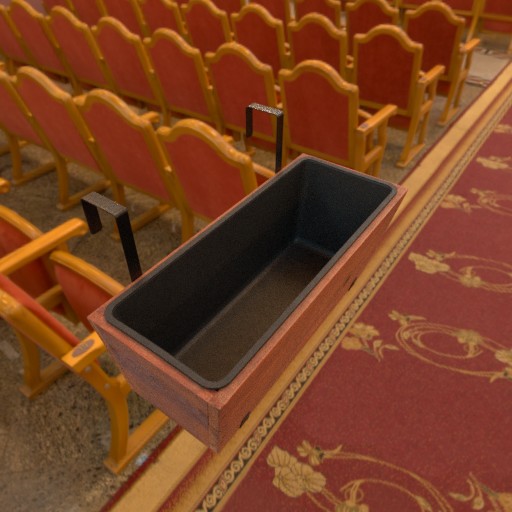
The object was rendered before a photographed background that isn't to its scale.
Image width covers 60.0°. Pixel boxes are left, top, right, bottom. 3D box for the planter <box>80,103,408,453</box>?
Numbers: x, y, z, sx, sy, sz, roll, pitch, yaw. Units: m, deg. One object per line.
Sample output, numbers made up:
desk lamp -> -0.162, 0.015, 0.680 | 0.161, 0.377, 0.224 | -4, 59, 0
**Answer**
planter -> 0.000, 0.000, 0.655 | 0.262, 0.289, 0.480 | 26, 48, 26
